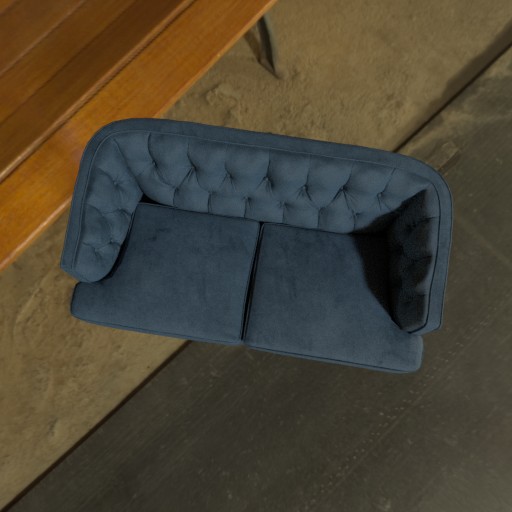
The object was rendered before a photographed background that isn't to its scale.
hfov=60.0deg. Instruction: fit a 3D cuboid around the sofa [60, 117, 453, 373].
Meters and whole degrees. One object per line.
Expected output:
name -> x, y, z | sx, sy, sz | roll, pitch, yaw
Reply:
sofa -> 0.000, 0.000, 2.272 | 1.733, 0.854, 0.941 | 9, 75, 2
